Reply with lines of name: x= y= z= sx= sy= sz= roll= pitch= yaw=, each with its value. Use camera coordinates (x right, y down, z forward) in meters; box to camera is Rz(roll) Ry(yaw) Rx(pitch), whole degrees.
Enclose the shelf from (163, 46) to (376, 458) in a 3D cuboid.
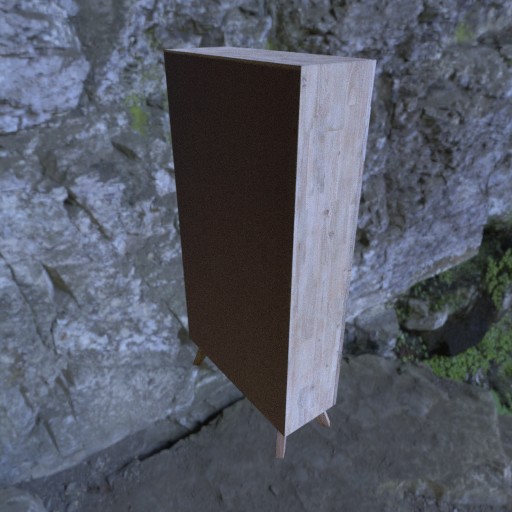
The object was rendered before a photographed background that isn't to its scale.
shelf: x=0.000 y=0.000 z=1.768 sx=0.308 sy=1.471 sz=0.748 roll=-20 pitch=34 yaw=-32
